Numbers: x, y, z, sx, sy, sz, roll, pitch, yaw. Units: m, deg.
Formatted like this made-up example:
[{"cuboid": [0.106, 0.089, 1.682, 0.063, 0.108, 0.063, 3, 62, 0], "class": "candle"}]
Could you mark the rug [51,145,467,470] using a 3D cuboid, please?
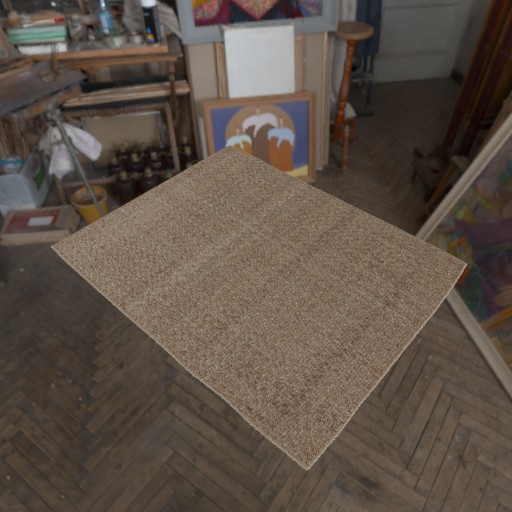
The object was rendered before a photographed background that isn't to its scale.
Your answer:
[{"cuboid": [0.000, 0.000, 4.090, 3.048, 0.013, 2.439, 33, 54, 28], "class": "rug"}]
